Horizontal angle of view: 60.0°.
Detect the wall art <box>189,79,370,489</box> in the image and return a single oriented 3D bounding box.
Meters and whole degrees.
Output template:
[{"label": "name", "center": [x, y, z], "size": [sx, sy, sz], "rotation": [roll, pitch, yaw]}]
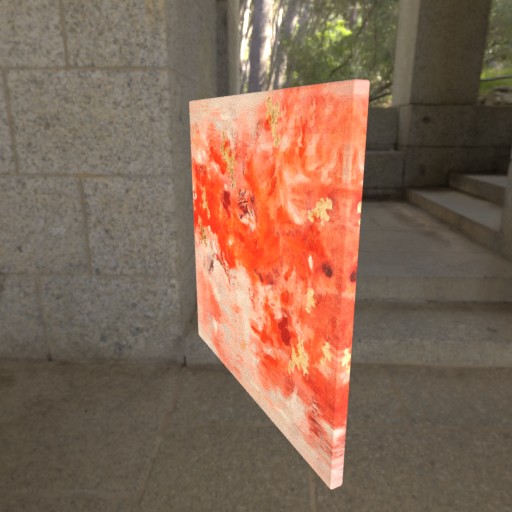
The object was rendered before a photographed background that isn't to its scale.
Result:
[{"label": "wall art", "center": [0.000, 0.000, 1.276], "size": [0.066, 0.878, 0.878], "rotation": [-8, 19, -26]}]
